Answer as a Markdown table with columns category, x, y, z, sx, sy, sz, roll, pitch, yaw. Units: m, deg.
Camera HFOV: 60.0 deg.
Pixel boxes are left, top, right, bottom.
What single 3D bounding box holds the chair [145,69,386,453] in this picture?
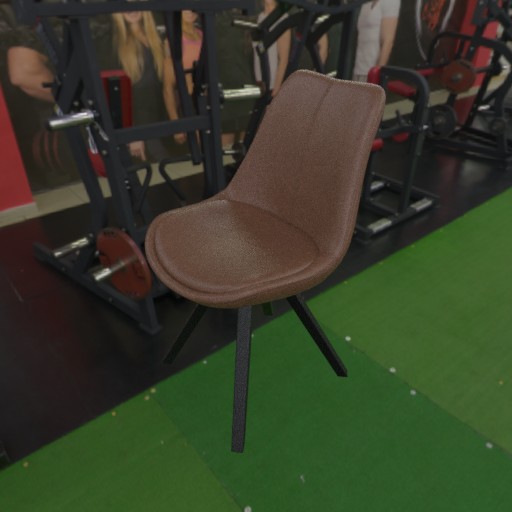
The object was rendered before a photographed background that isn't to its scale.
| category | x | y | z | sx | sy | sz | roll | pitch | yaw |
| --- | --- | --- | --- | --- | --- | --- | --- | --- | --- |
| chair | 0.000 | 0.000 | 1.187 | 0.550 | 0.850 | 0.475 | -22 | 39 | -31 |
